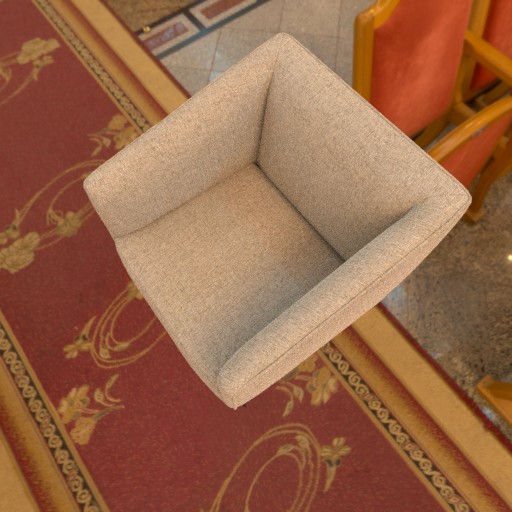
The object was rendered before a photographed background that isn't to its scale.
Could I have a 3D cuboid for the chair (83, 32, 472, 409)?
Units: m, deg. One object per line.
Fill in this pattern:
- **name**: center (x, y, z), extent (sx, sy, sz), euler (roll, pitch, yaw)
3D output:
- **chair**: center (0.000, 0.000, 1.228), extent (0.623, 0.760, 0.628), euler (-34, 69, -15)
